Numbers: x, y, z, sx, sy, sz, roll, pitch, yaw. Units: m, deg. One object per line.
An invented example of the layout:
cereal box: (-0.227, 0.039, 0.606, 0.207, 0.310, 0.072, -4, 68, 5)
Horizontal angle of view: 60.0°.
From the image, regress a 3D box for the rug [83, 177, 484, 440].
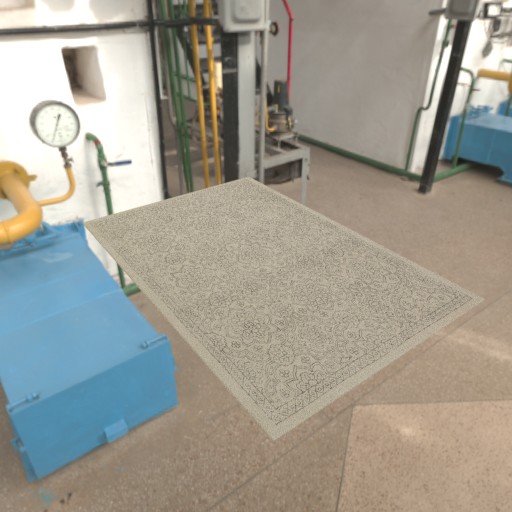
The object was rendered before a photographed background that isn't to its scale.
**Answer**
rug: (0.000, 0.000, 2.318, 1.219, 0.010, 1.829, -21, 38, -30)
